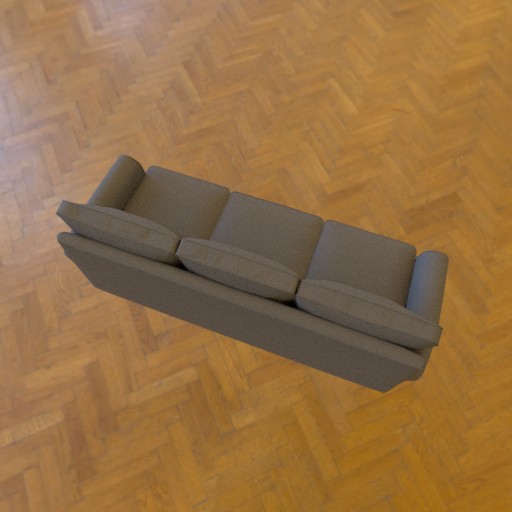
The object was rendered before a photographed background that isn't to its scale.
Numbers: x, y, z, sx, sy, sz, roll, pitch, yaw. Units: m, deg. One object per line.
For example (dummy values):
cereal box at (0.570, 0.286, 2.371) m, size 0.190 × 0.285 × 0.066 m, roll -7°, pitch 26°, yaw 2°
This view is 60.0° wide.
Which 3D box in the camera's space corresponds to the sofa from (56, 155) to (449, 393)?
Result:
sofa at (0.000, 0.000, 2.911) m, size 2.353 × 0.948 × 0.966 m, roll 18°, pitch 65°, yaw 9°
